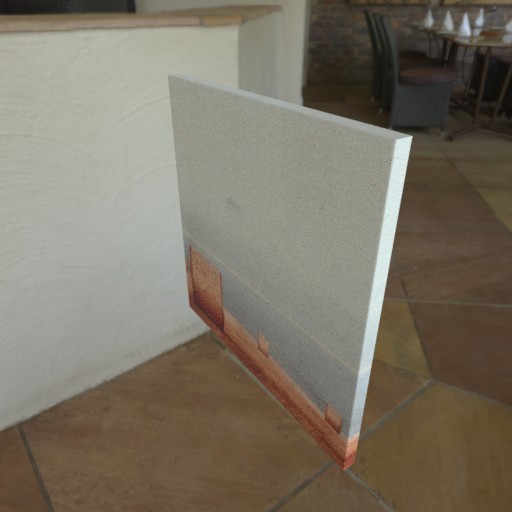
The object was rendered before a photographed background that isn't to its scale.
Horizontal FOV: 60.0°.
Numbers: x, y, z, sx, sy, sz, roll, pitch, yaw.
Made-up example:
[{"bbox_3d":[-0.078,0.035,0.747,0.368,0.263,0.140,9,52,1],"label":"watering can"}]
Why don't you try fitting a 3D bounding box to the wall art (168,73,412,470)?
[{"bbox_3d":[0.000,0.000,0.587,0.023,0.405,0.405,-19,35,-30],"label":"wall art"}]
